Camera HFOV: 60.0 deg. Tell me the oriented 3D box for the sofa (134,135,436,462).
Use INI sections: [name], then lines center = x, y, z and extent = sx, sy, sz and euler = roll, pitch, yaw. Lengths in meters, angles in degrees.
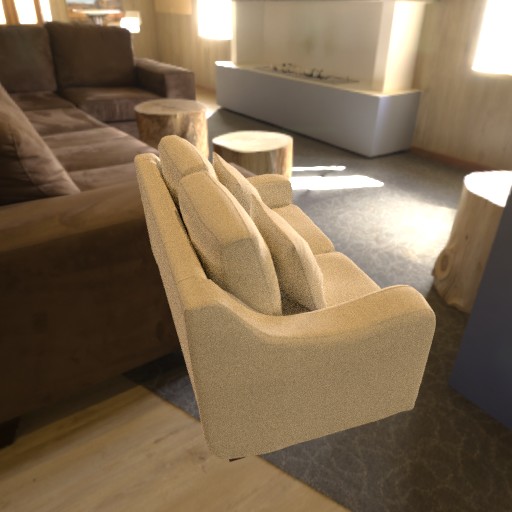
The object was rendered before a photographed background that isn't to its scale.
[sofa]
center = 0.000, 0.000, 2.372
extent = 1.040, 1.047, 1.744
euler = -10, 31, -16
